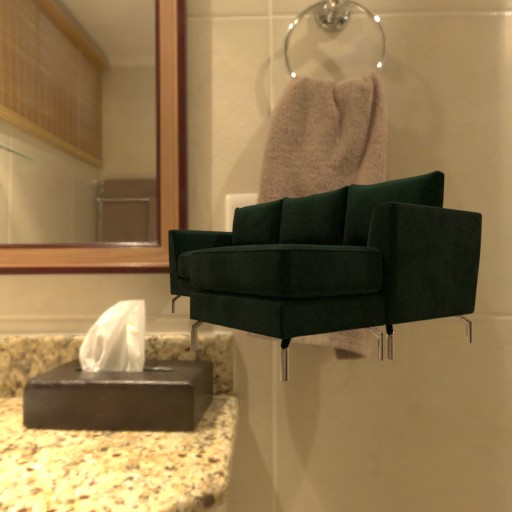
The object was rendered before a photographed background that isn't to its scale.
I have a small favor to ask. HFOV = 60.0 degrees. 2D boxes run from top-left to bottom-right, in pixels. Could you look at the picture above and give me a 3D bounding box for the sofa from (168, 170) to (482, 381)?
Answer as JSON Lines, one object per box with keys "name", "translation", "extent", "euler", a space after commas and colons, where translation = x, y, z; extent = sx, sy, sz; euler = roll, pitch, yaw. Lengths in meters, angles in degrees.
{"name": "sofa", "translation": [0.000, 0.000, 3.105], "extent": [1.489, 1.007, 2.441], "euler": [0, -1, -36]}
